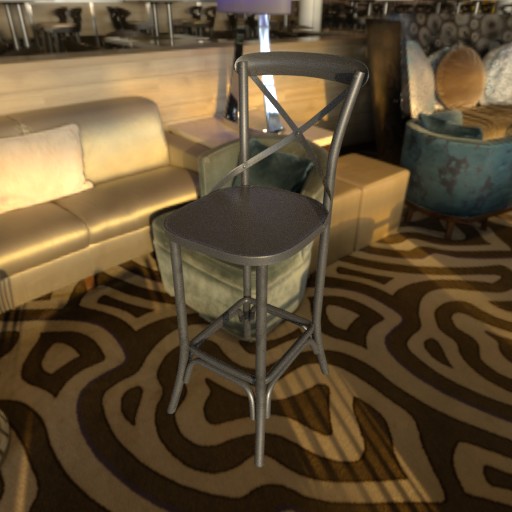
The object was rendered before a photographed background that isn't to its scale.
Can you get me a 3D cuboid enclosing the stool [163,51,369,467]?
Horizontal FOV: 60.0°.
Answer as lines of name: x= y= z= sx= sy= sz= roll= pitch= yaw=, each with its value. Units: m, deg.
stool: x=0.000 y=0.000 z=1.446 sx=0.457 sy=1.168 sz=0.584 roll=18 pitch=35 yaw=29
